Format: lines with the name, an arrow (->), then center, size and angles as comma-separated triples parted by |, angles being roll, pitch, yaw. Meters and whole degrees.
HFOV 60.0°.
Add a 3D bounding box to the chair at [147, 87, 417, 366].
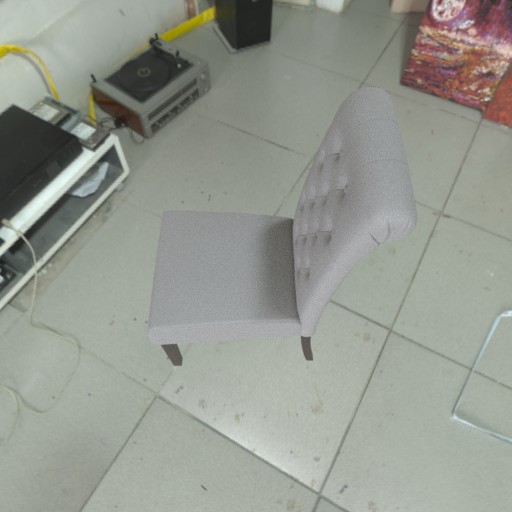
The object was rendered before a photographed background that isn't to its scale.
chair -> 0.000, 0.000, 1.399 | 0.671, 1.006, 0.456 | 0, 59, 0
